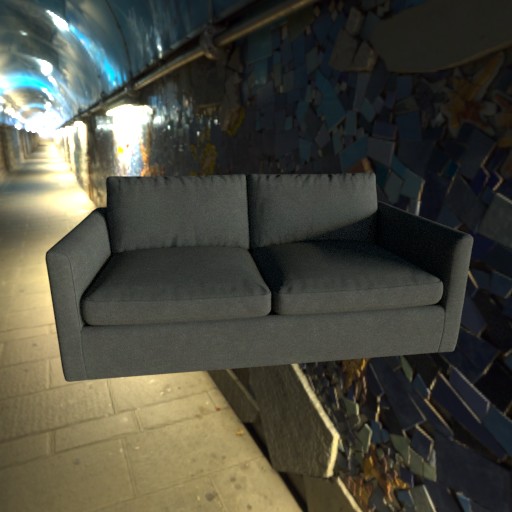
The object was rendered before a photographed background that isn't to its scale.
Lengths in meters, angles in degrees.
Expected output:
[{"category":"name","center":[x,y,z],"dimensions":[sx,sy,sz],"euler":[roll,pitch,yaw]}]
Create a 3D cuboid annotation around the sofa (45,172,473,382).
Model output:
[{"category":"sofa","center":[0.000,0.000,2.498],"dimensions":[1.909,0.845,1.091],"euler":[-2,16,-9]}]
